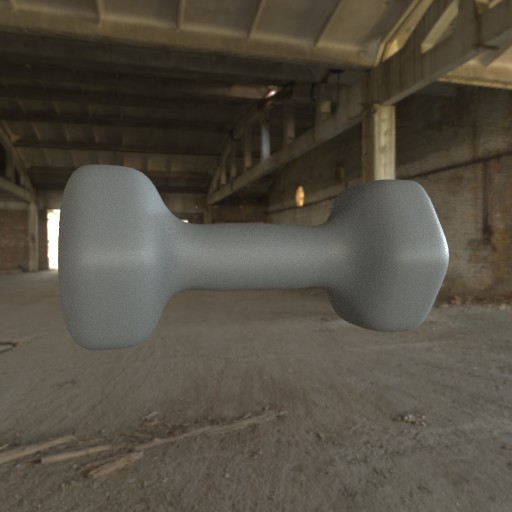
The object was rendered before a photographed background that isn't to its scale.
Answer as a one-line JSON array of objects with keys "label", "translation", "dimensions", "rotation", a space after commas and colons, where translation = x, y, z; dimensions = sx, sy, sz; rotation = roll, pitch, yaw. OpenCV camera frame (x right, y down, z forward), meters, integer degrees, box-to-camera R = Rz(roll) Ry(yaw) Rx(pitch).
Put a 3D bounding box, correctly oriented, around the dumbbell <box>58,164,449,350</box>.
[{"label": "dumbbell", "translation": [0.000, 0.000, 0.227], "dimensions": [0.184, 0.081, 0.090], "rotation": [0, 1, -16]}]
